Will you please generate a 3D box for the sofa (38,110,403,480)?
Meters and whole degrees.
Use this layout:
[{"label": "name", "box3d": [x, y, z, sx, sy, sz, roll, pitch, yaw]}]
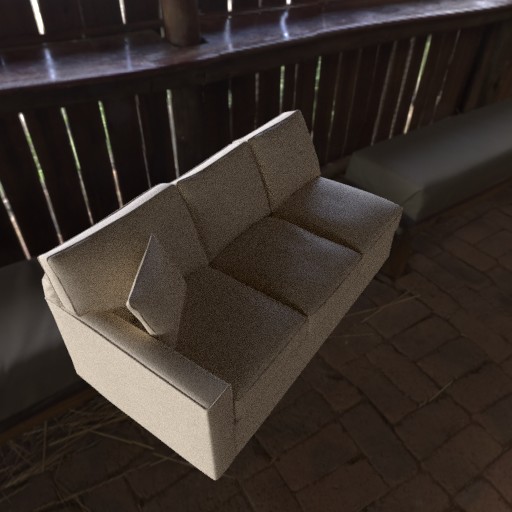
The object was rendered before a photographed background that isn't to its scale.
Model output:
[{"label": "sofa", "box3d": [0.000, 0.000, 2.525, 1.034, 0.946, 1.962, 25, 46, 27]}]
